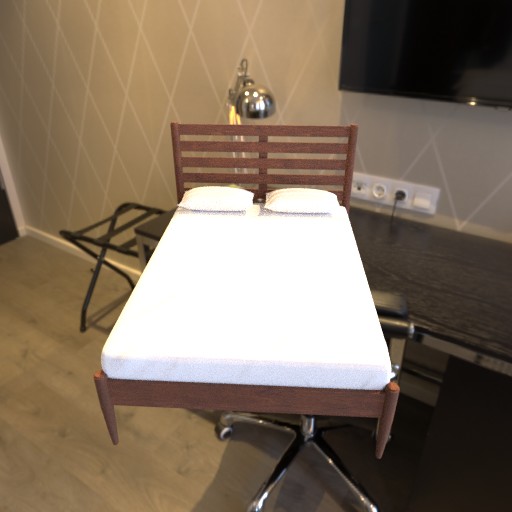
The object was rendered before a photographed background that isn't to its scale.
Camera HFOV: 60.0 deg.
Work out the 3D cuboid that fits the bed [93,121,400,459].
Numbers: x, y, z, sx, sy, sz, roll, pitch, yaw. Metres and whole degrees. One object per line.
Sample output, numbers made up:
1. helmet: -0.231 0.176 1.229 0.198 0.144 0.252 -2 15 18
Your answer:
1. bed: 0.000 0.000 2.990 1.509 1.304 2.093 2 29 3
